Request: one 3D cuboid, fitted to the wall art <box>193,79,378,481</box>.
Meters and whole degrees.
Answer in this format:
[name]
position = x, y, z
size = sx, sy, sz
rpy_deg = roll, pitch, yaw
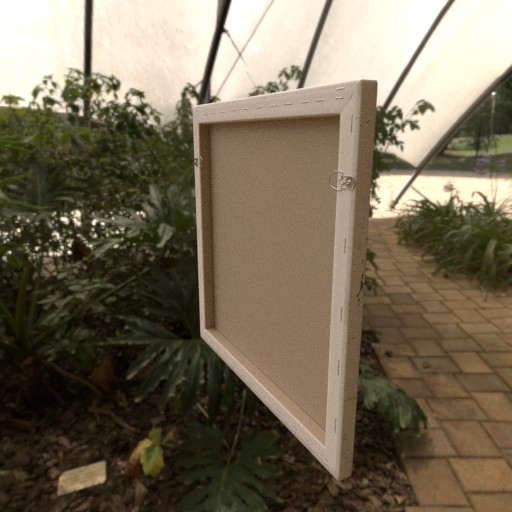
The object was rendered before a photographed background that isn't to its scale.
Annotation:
[wall art]
position = 0.000, 0.000, 1.123
size = 0.038, 0.762, 0.762
rpy_deg = -8, 17, -27
